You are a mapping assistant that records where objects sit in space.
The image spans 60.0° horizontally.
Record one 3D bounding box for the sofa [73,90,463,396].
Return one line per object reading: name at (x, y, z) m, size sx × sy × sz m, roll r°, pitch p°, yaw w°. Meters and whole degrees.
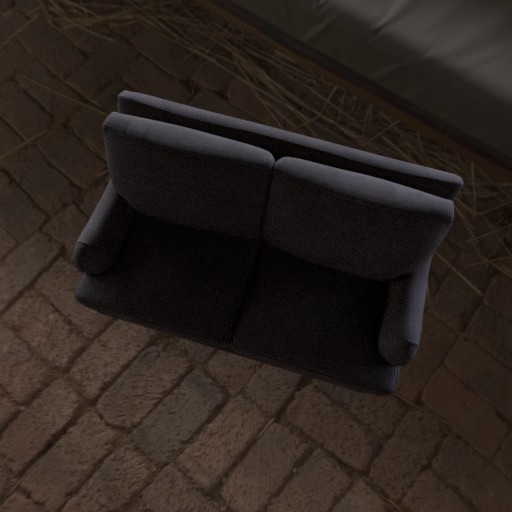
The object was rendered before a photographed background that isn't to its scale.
sofa at (0.000, 0.000, 2.496) m, size 1.853 × 1.101 × 1.084 m, roll 16°, pitch 74°, yaw 5°
